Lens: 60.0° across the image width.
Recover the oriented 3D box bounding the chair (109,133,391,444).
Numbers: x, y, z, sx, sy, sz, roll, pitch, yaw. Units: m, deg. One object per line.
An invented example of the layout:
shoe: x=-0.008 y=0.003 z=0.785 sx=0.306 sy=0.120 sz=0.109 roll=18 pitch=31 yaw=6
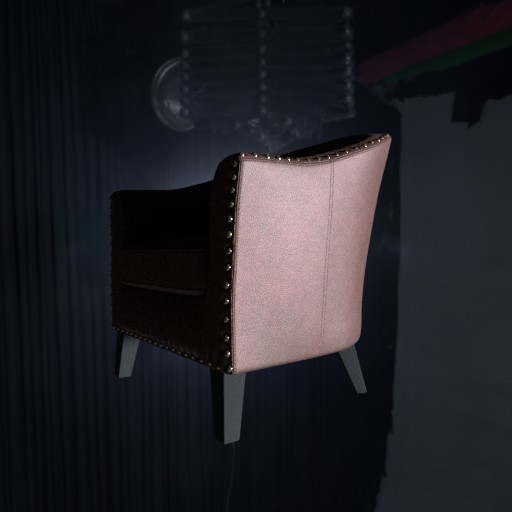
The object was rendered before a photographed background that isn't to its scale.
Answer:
chair: x=0.000 y=0.000 z=1.431 sx=0.748 sy=0.823 sz=0.794 roll=0 pitch=0 yaw=-37
